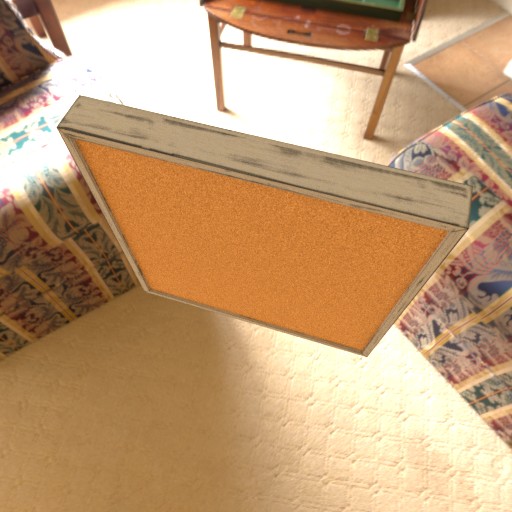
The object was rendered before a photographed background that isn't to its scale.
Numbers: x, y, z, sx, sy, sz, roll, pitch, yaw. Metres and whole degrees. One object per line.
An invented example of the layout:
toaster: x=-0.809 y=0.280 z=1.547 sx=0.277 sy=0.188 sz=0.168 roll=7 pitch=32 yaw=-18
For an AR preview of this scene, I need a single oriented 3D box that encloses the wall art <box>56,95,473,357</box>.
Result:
wall art: x=0.000 y=0.000 z=0.453 sx=0.303 sy=0.303 sz=0.036 roll=15 pitch=62 yaw=8
